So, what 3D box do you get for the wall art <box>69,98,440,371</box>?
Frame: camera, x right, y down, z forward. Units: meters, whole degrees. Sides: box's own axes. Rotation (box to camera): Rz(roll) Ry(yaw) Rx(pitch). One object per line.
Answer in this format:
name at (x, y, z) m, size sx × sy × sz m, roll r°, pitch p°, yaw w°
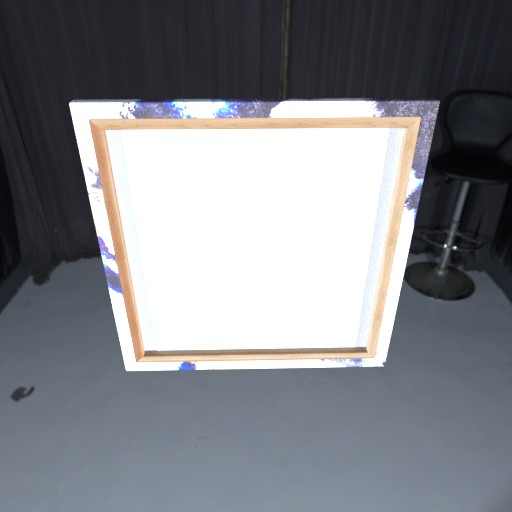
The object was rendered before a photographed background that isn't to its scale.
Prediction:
wall art at (0.000, 0.000, 1.304) m, size 0.887 × 0.885 × 0.038 m, roll -1°, pitch 32°, yaw -1°
